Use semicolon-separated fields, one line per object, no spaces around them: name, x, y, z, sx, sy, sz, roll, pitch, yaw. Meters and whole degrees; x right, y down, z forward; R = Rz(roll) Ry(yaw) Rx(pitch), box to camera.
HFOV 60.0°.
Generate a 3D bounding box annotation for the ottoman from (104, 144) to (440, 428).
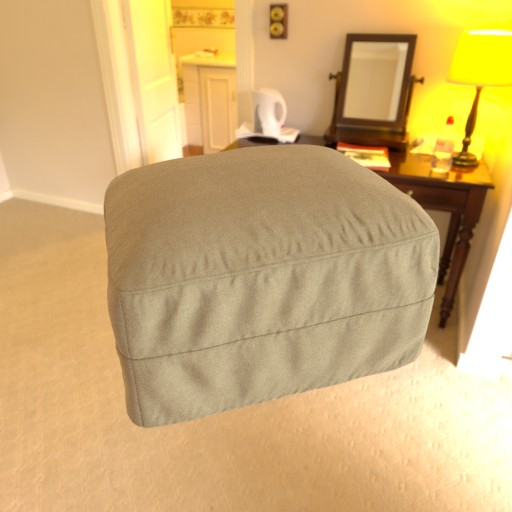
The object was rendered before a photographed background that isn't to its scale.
ottoman;0.000;0.000;1.107;0.712;0.480;0.584;-9;31;-15
